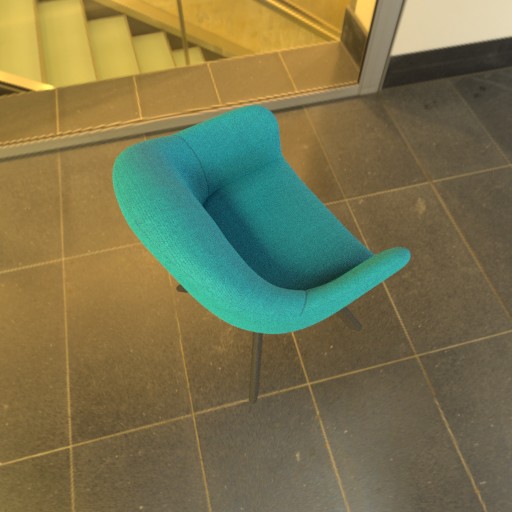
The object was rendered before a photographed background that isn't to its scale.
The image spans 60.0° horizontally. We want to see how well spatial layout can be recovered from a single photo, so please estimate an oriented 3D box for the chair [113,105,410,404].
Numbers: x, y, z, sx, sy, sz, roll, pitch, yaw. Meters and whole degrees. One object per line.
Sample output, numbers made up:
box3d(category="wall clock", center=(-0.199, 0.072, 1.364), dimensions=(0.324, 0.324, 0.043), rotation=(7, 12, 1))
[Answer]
box3d(category="chair", center=(0.000, 0.000, 1.192), dimensions=(0.550, 0.795, 0.590), rotation=(-30, 64, -17))
